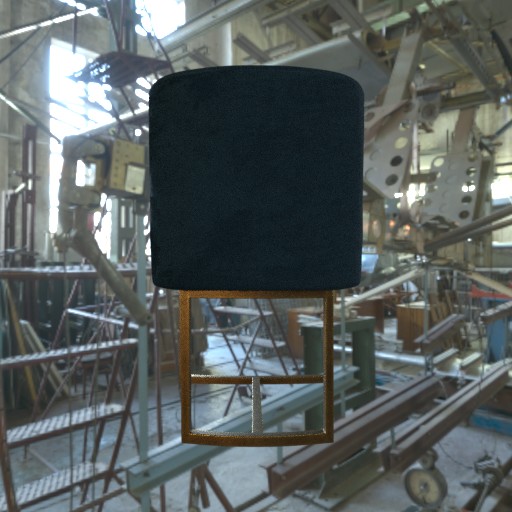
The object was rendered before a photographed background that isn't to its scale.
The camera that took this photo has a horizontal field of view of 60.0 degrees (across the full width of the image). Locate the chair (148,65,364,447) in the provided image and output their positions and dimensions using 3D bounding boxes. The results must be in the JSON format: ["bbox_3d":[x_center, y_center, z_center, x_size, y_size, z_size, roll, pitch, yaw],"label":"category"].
[{"bbox_3d":[0.000,0.000,1.209,0.530,0.824,0.560,0,0,0],"label":"chair"}]
